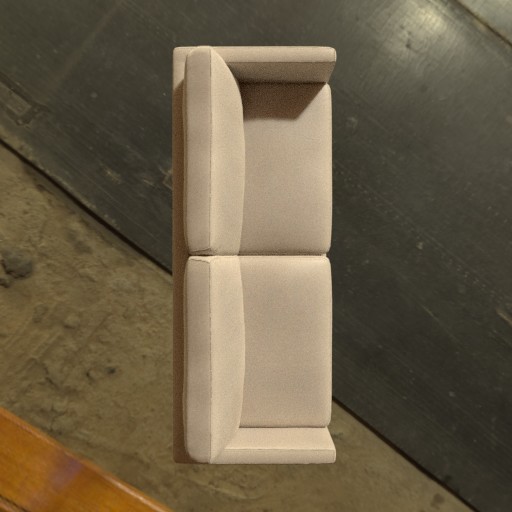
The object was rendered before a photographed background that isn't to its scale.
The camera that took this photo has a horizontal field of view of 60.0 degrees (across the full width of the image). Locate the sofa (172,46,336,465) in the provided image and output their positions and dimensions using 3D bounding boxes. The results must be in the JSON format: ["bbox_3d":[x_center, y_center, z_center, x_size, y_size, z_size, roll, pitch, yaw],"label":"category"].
[{"bbox_3d":[0.000,0.000,2.752,0.951,0.968,2.361,0,90,0],"label":"sofa"}]
